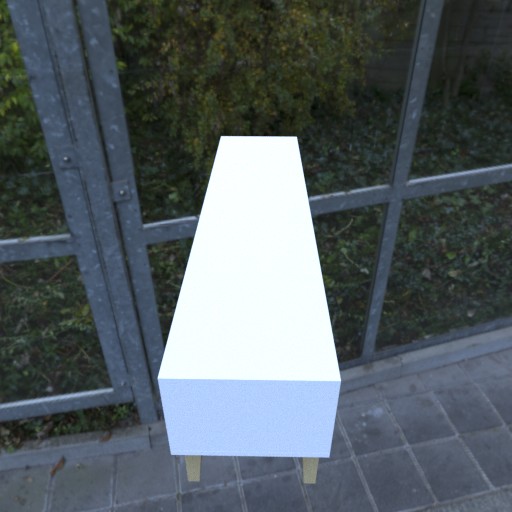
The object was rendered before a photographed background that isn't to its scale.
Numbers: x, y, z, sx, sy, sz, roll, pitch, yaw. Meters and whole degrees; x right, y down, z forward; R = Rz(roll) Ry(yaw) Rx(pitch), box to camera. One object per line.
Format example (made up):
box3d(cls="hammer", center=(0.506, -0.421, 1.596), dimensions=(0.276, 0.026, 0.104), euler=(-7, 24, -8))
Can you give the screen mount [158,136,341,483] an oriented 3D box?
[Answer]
box3d(cls="screen mount", center=(0.000, 0.000, 1.769), dimensions=(0.399, 0.432, 1.644), euler=(1, 33, 1))
